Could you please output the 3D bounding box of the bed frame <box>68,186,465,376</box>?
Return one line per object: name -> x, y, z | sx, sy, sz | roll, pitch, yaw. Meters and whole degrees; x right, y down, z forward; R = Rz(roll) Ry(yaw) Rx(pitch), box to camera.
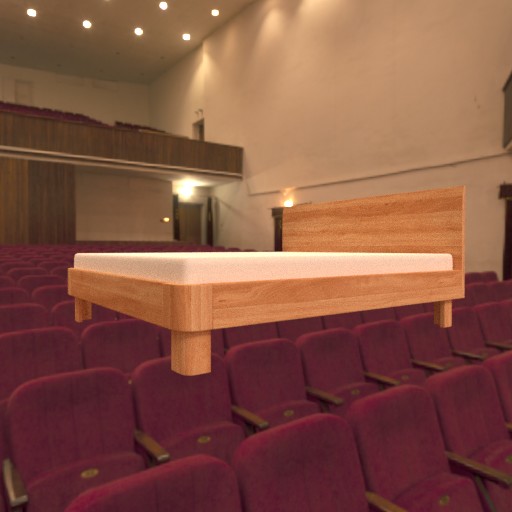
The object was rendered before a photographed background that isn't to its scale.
bed frame -> 0.000, 0.000, 3.101 | 2.092, 0.940, 1.872 | -1, 1, -36
